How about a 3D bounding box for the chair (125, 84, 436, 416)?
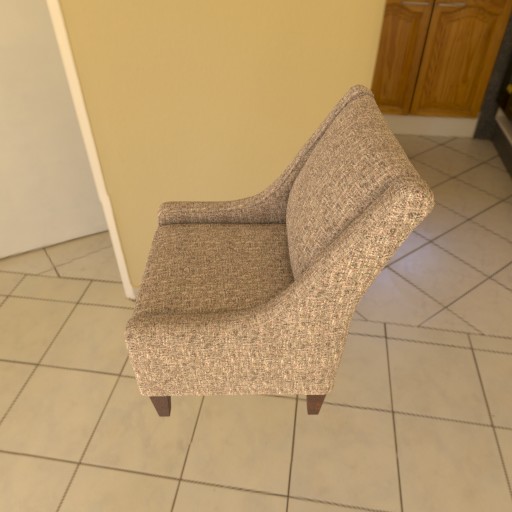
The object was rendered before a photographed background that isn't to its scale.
[{"bbox_3d":[0.000,0.000,1.650,0.870,1.014,0.774,-1,40,-1],"label":"chair"}]
